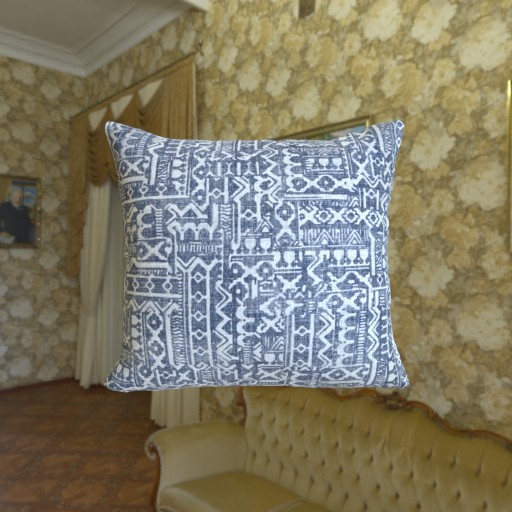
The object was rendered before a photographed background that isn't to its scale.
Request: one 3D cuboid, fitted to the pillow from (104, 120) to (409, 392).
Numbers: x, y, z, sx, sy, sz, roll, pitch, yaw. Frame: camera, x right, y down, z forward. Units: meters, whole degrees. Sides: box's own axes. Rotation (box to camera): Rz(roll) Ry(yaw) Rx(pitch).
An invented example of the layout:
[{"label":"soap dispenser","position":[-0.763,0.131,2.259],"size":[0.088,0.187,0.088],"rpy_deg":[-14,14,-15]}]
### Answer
[{"label":"pillow","position":[0.000,0.000,0.795],"size":[0.546,0.487,0.180],"rpy_deg":[0,0,0]}]
